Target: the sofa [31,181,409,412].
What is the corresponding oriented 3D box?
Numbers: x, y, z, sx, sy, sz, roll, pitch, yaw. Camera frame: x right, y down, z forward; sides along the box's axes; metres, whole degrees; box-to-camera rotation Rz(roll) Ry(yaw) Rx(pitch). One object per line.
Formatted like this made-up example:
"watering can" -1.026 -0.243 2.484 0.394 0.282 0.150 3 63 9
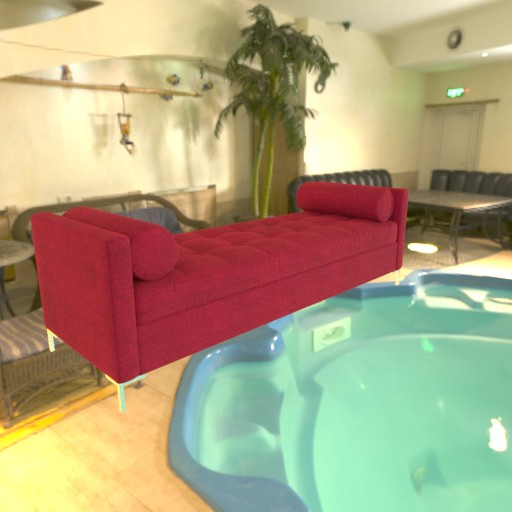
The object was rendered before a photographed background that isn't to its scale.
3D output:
"sofa" 0.000 0.000 2.356 1.981 0.635 0.686 -14 21 -43
